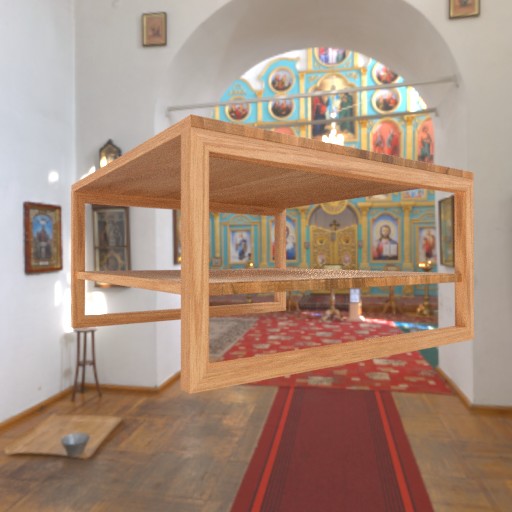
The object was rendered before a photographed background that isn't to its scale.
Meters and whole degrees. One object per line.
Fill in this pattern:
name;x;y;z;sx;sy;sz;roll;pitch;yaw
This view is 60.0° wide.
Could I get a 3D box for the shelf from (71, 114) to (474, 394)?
shelf;0.000;0.000;1.384;0.899;0.480;0.899;0;0;-35
